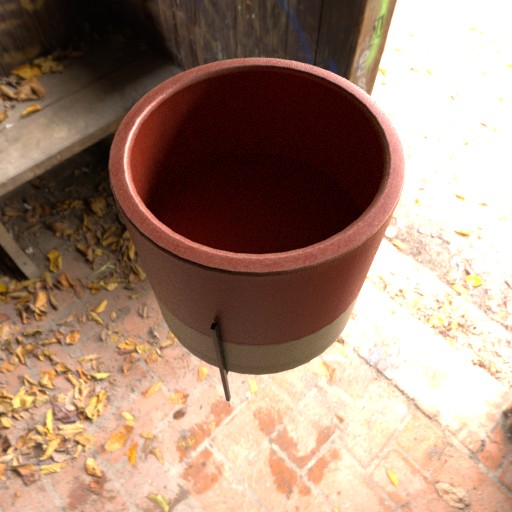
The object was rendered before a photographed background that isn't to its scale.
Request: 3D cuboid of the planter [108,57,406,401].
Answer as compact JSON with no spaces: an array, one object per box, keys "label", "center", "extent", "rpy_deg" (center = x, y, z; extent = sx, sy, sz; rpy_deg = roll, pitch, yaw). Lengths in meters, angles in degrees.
[{"label":"planter","center":[0.000,0.000,0.707],"extent":[0.345,0.465,0.354],"rpy_deg":[15,59,9]}]
